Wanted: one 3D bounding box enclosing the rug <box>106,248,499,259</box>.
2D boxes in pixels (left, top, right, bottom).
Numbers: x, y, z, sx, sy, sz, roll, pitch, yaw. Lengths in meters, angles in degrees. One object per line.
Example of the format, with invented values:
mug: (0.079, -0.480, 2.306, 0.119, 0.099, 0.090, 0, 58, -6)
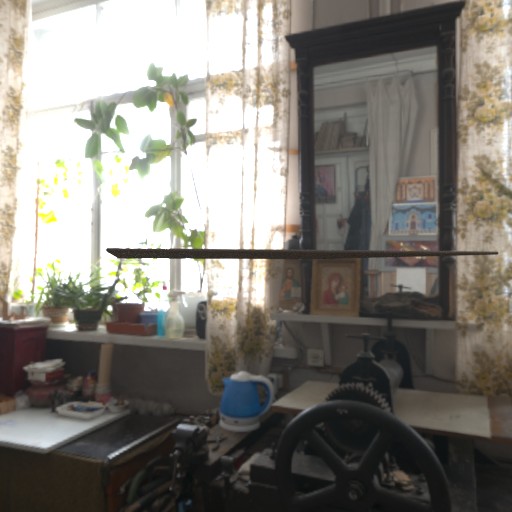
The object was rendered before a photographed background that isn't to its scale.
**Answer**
rug: (0.000, 0.000, 3.984, 2.434, 0.032, 3.007, 0, -1, -16)
